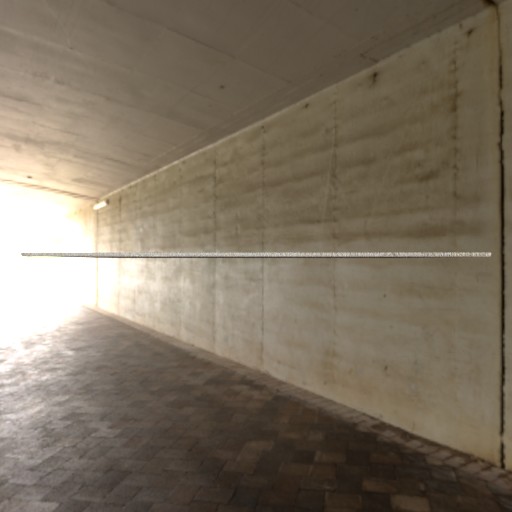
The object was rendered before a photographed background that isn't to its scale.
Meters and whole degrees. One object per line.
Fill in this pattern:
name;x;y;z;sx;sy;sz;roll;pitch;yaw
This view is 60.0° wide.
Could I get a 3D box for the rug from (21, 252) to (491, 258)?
rug;0.000;0.000;3.411;2.698;0.025;1.798;0;0;0
